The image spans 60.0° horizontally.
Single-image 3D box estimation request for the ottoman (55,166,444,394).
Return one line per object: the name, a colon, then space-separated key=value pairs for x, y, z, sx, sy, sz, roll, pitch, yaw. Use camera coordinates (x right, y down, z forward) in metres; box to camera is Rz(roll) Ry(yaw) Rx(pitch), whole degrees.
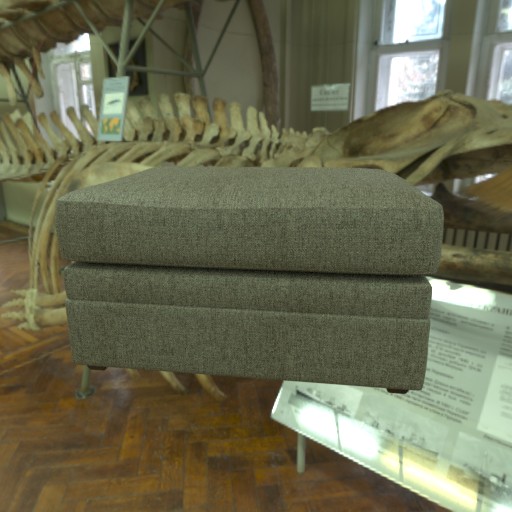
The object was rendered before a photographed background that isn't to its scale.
ottoman: x=0.000 y=0.000 z=1.273 sx=0.885 sy=0.478 sz=0.637 roll=2 pitch=17 yaw=8
